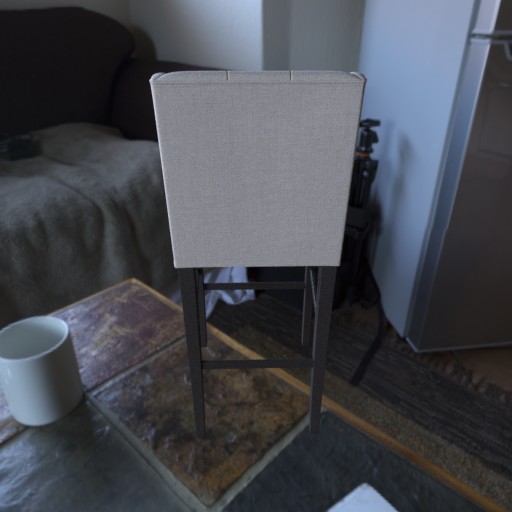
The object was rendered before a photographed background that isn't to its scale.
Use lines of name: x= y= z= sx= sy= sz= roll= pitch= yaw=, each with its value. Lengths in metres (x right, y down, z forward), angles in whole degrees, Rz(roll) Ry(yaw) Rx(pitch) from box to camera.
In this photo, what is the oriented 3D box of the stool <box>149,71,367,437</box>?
stool: x=0.000 y=0.000 z=1.361 sx=0.474 sy=1.116 sz=0.509 roll=-1 pitch=30 yaw=-1
